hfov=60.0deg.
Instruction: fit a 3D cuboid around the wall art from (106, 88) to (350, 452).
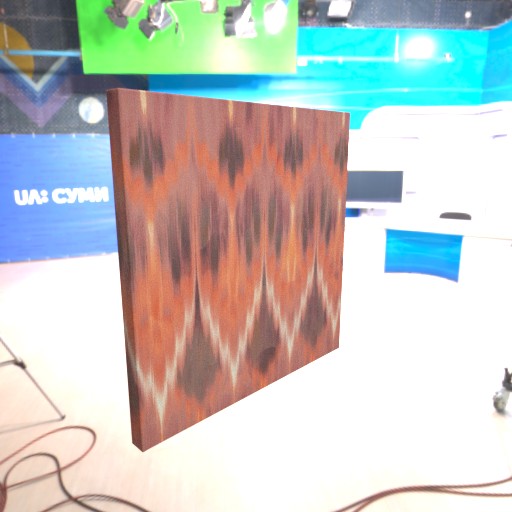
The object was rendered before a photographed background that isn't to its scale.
[{"bbox_3d":[0.000,0.000,0.932,0.037,0.609,0.603,13,19,43],"label":"wall art"}]
